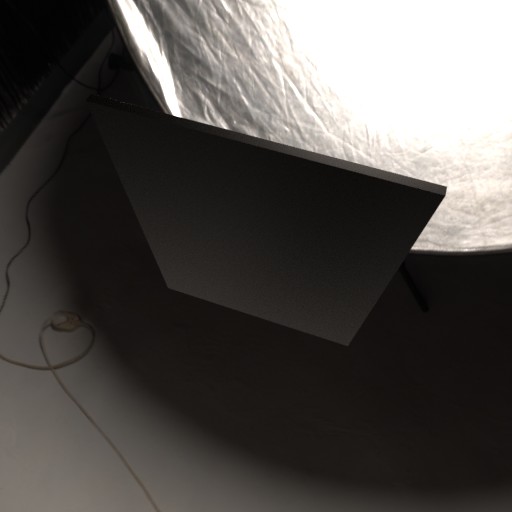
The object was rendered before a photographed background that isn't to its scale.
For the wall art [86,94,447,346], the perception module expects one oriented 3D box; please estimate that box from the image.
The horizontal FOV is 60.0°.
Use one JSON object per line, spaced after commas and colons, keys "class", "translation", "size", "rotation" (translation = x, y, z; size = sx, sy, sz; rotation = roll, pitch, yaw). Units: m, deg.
{"class": "wall art", "translation": [0.000, 0.000, 0.778], "size": [0.442, 0.582, 0.013], "rotation": [17, 64, 9]}
